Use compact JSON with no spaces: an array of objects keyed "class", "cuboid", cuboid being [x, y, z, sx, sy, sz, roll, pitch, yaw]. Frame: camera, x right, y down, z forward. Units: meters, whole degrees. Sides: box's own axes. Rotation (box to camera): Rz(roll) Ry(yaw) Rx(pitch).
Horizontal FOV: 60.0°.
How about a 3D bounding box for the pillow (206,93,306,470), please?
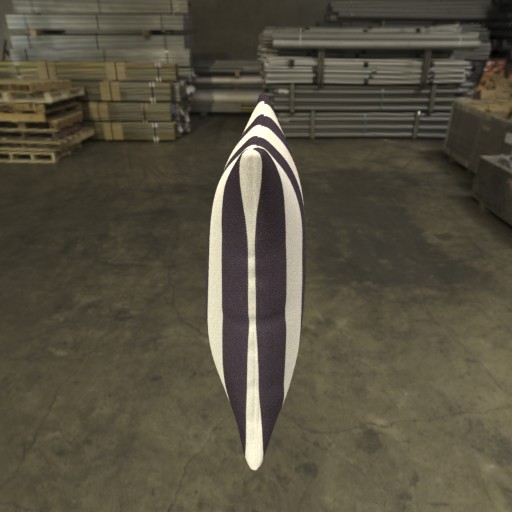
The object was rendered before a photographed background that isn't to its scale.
[{"class":"pillow","cuboid":[0.000,0.000,0.847,0.189,0.526,0.536,1,27,1]}]
